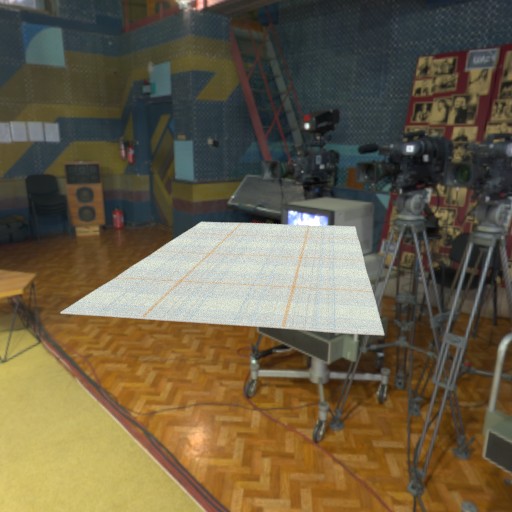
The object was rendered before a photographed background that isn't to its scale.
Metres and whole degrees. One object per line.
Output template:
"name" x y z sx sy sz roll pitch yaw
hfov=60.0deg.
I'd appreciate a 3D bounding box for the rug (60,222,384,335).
"rug" 0.000 0.000 3.194 1.527 0.016 2.442 2 15 9
